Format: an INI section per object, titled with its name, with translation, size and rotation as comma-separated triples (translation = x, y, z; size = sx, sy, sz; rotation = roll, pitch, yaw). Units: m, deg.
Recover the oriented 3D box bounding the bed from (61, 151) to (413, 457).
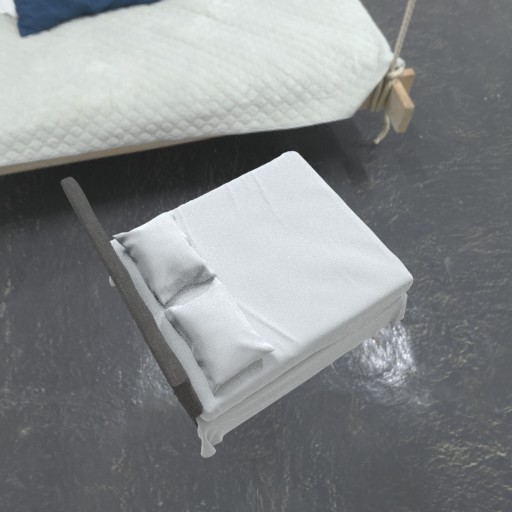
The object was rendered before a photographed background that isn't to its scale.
[bed]
translation = 0.000, 0.000, 3.536
size = 2.222, 1.577, 1.936
rotation = -29, 64, -16
